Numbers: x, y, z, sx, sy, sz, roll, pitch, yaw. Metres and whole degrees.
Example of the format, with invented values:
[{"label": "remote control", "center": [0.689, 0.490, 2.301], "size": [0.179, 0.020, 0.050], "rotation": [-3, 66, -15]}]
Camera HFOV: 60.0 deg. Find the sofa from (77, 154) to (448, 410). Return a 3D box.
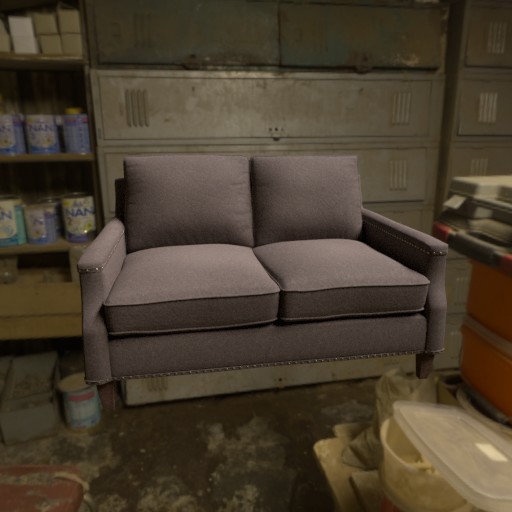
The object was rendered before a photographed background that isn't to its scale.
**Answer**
[{"label": "sofa", "center": [0.000, 0.000, 2.313], "size": [1.597, 1.003, 1.084], "rotation": [-3, 16, -9]}]
